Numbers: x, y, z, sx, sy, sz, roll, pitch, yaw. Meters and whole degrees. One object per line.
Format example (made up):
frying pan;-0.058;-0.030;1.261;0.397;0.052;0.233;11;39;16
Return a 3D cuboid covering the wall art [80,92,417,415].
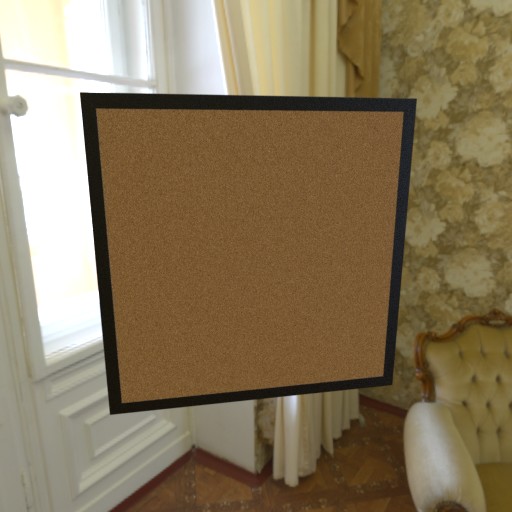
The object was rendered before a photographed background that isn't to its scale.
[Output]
wall art;0.000;0.000;0.449;0.304;0.304;0.038;-3;15;-10
